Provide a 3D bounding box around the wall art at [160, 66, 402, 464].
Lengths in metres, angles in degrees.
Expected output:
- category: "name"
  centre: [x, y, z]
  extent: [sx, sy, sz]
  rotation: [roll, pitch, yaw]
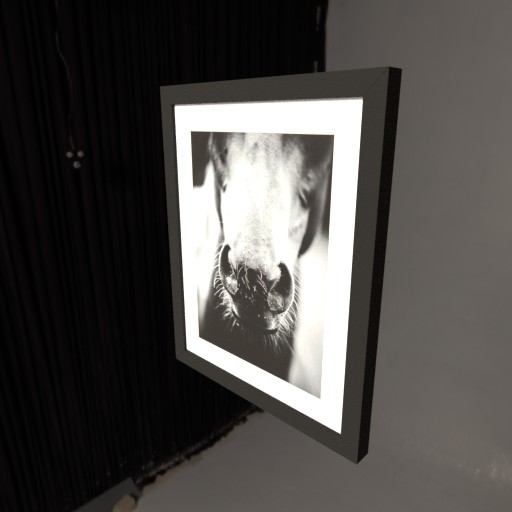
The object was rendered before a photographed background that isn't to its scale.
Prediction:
- category: "wall art"
  centre: [0.000, 0.000, 0.544]
  extent: [0.329, 0.404, 0.024]
  rotation: [16, 23, 41]
